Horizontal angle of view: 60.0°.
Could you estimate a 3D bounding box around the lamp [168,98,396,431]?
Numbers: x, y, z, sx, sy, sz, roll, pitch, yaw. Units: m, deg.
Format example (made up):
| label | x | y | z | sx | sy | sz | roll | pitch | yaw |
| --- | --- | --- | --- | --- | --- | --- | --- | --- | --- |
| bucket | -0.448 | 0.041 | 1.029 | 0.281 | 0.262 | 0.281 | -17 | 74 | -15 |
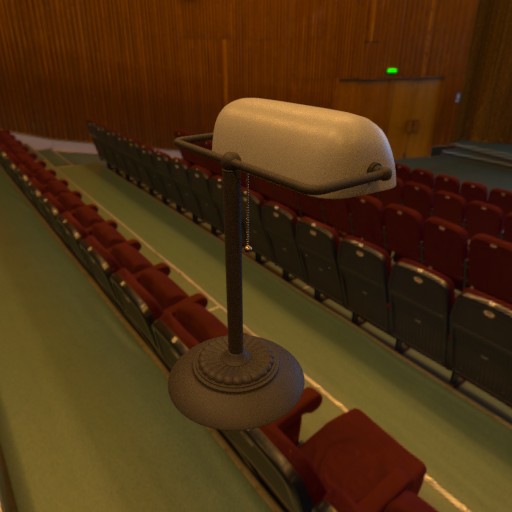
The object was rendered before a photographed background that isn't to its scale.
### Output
| label | x | y | z | sx | sy | sz | roll | pitch | yaw |
| --- | --- | --- | --- | --- | --- | --- | --- | --- | --- |
| lamp | 0.000 | 0.000 | 0.529 | 0.243 | 0.339 | 0.264 | -18 | 31 | -32 |
